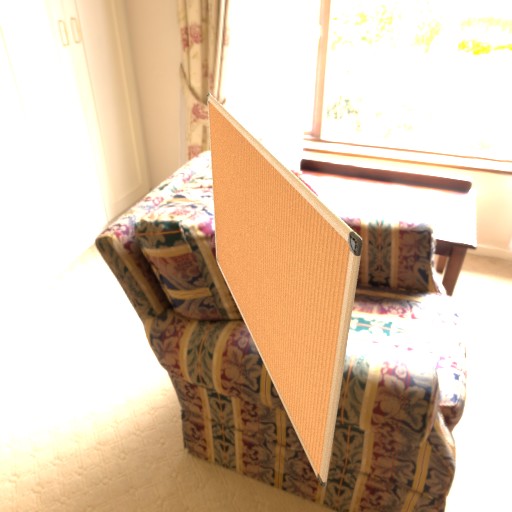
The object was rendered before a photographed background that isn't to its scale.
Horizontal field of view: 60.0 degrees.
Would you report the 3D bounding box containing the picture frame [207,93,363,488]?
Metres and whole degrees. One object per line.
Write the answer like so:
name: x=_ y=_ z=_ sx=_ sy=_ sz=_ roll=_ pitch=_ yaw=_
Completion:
picture frame: x=0.000 y=0.000 z=1.116 sx=0.010 sy=0.600 sz=0.900 roll=-10 pitch=34 yaw=-15
